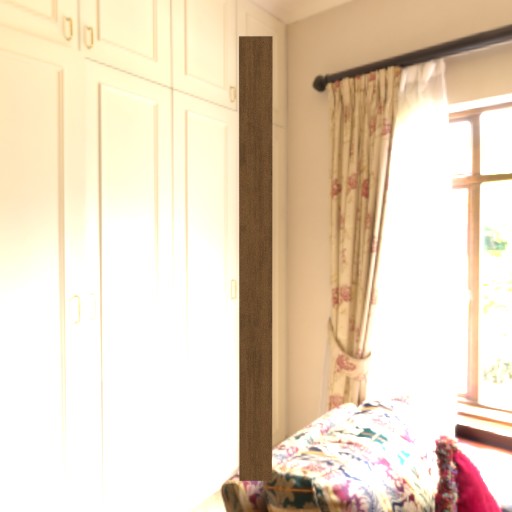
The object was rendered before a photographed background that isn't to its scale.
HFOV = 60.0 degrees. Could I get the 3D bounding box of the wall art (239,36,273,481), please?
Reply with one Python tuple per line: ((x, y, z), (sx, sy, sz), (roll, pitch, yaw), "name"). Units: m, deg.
((0.000, 0.000, 0.760), (0.038, 0.508, 0.508), (0, 1, 0), "wall art")
